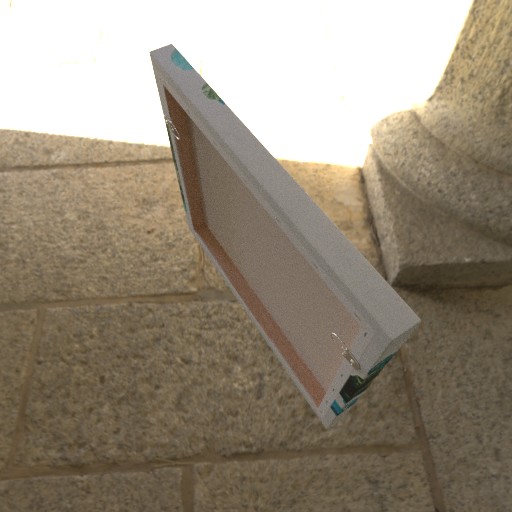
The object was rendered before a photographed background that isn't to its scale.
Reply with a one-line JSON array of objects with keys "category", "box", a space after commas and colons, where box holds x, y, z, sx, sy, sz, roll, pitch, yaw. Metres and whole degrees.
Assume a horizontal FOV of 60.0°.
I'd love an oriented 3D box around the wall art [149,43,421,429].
[{"category": "wall art", "box": [0.000, 0.000, 0.703, 0.041, 0.435, 0.507, -29, 63, -16]}]
